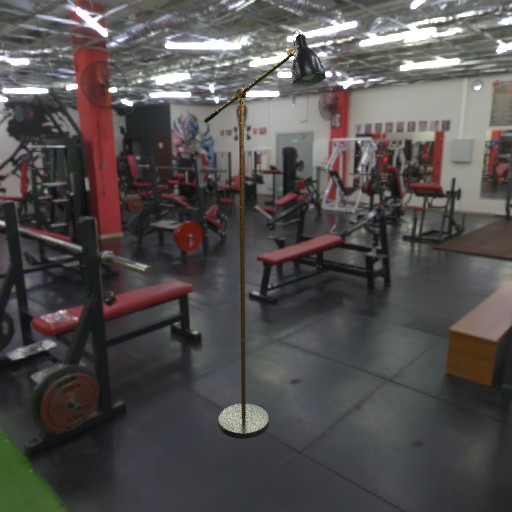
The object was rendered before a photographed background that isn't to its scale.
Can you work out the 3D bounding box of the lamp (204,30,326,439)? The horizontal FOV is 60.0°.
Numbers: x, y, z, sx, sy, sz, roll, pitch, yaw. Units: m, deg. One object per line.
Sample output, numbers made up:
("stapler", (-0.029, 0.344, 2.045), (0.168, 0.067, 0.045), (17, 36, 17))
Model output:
("lamp", (0.000, 0.000, 1.814), (0.235, 1.628, 0.618), (-13, 19, -43))
